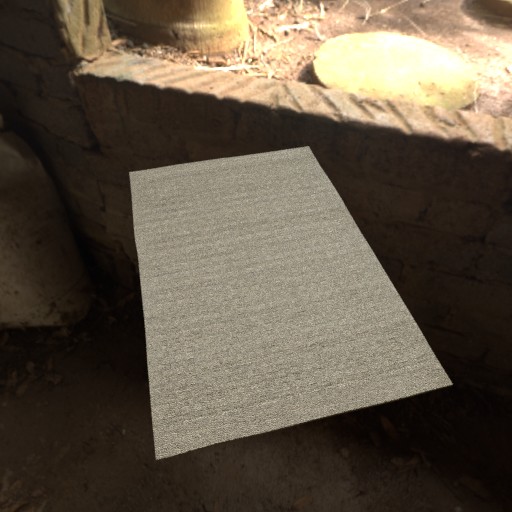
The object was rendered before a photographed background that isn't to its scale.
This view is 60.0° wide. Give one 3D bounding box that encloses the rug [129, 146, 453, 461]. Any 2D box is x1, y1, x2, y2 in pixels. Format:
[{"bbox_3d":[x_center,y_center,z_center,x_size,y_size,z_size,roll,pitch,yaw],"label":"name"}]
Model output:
[{"bbox_3d":[0.000,0.000,2.932,1.532,0.018,2.297,-10,48,-10],"label":"rug"}]
